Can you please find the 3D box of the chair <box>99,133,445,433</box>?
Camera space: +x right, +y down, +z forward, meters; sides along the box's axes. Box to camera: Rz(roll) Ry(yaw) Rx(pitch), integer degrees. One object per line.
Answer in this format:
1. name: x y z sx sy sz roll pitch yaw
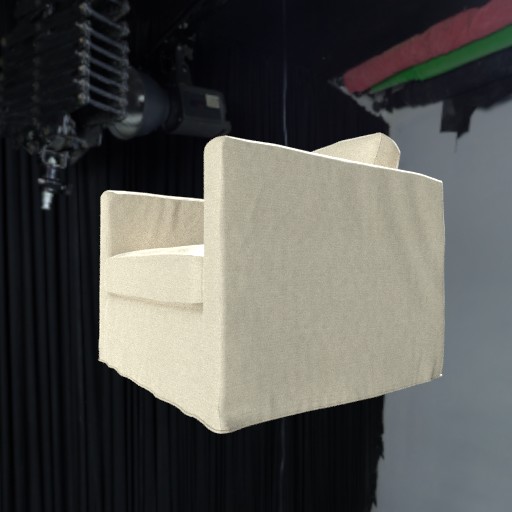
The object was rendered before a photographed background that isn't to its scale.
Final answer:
1. chair: 0.000 0.000 1.725 0.949 0.867 1.057 1 -2 -35
